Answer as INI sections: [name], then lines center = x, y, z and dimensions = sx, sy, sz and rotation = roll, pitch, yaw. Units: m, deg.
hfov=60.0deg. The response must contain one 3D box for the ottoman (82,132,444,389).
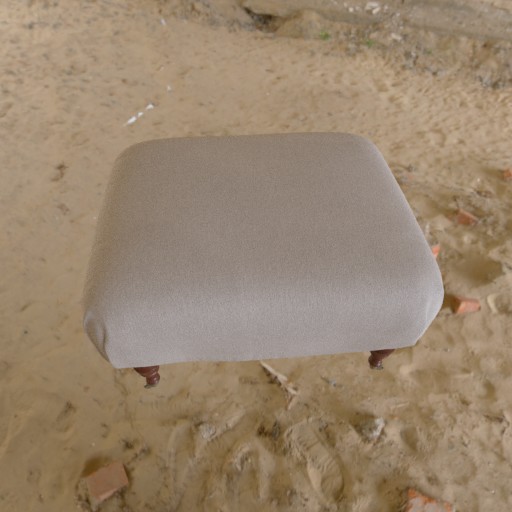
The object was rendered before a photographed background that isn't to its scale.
[ottoman]
center = 0.000, 0.000, 1.149
dimensions = 0.746, 0.450, 0.622
rotation = -4, 46, -4
